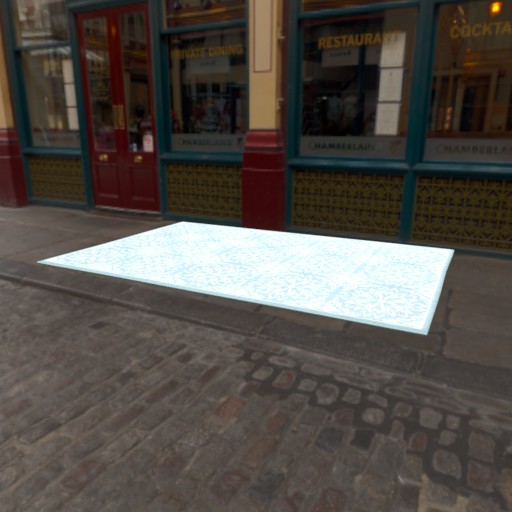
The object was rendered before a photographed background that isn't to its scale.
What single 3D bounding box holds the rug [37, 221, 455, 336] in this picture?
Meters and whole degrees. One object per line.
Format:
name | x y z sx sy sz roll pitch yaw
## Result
rug | 0.000 0.000 2.329 1.840 0.012 1.219 8 17 26
